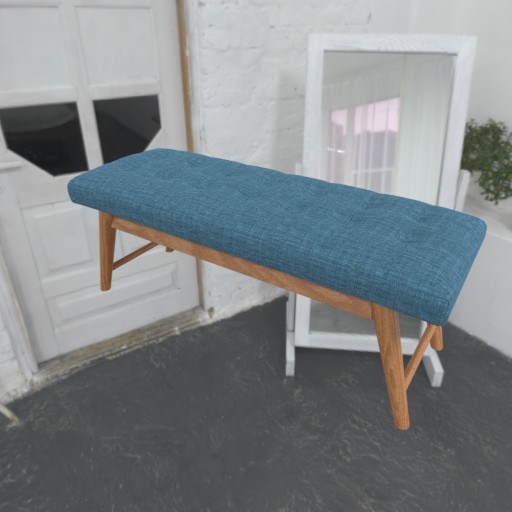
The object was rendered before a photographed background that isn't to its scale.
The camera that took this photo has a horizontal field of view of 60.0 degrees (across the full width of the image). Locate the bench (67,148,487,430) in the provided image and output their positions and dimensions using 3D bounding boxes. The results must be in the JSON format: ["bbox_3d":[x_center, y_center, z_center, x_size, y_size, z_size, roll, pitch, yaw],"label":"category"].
[{"bbox_3d":[0.000,0.000,1.304,1.118,0.432,0.406,18,35,28],"label":"bench"}]
